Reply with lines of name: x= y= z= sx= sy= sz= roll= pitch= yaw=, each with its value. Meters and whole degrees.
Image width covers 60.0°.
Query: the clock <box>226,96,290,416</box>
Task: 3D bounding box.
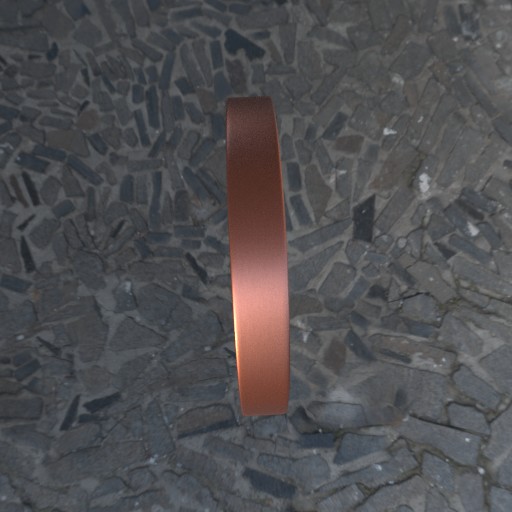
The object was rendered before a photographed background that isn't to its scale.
clock: x=0.000 y=0.000 z=0.463 sx=0.040 sy=0.313 sz=0.313 roll=-3 pitch=76 yaw=-1
